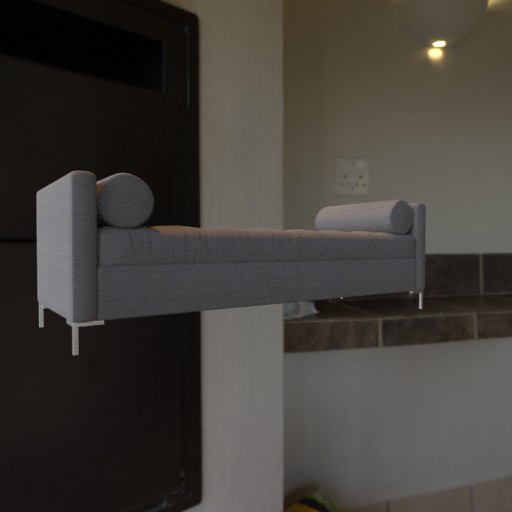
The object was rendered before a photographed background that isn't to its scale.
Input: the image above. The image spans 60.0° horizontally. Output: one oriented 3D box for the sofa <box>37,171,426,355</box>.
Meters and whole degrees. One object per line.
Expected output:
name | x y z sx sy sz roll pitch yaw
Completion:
sofa | 0.000 0.000 2.322 1.981 0.635 0.686 -1 2 -35
